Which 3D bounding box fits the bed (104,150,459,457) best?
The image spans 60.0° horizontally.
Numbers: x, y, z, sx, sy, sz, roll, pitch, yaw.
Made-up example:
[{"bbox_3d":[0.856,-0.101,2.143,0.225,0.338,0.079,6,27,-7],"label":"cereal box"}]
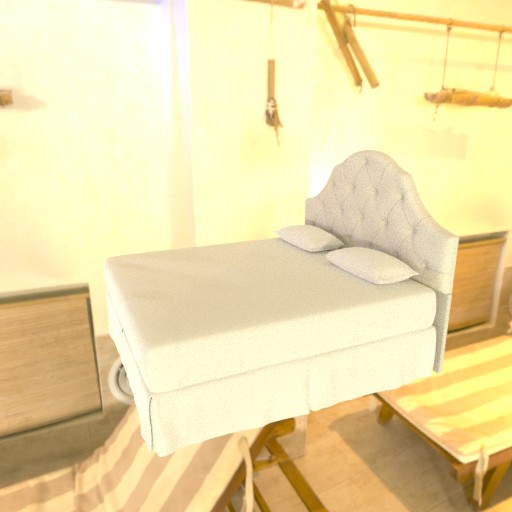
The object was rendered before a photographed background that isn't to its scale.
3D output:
[{"bbox_3d":[0.000,0.000,3.553,2.214,1.615,2.008,-7,18,-24],"label":"bed"}]
